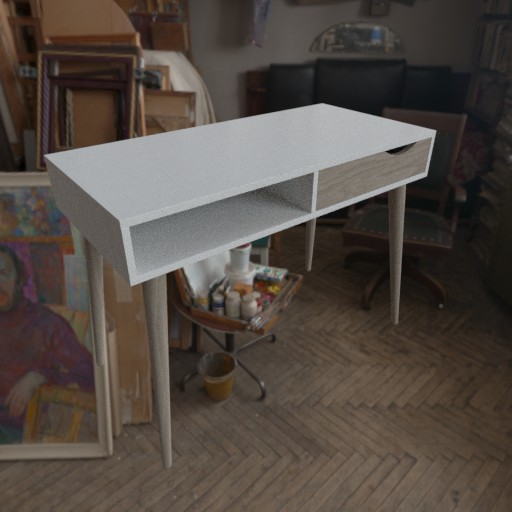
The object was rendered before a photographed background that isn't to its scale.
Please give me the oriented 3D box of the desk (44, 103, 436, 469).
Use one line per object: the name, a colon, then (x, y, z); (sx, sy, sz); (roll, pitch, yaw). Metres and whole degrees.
desk: (0.000, 0.000, 1.390); (0.979, 0.723, 0.491); (-22, 37, -32)
